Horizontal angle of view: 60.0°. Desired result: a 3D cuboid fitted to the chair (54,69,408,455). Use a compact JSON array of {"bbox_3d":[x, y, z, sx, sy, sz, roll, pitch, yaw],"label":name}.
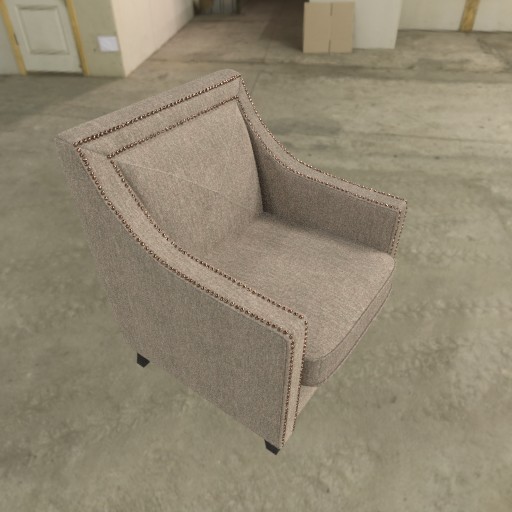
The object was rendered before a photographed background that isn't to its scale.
[{"bbox_3d":[0.000,0.000,1.573,0.884,0.967,0.776,25,45,27],"label":"chair"}]
